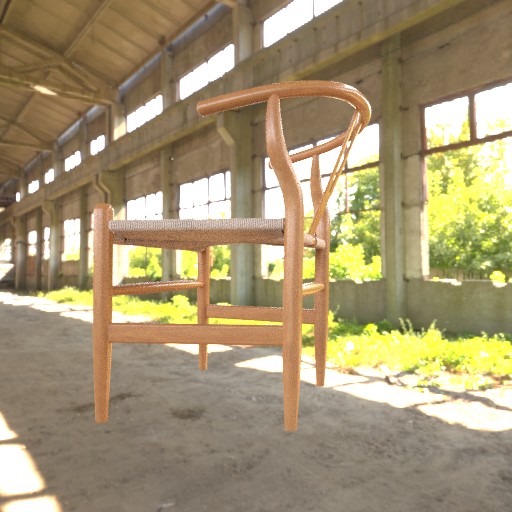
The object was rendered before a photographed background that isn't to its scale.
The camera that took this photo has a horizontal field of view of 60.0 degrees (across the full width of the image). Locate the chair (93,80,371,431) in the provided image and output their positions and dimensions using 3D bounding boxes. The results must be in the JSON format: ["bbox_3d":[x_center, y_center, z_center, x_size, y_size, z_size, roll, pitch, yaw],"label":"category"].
[{"bbox_3d":[0.000,0.000,1.143,0.579,0.730,0.569,-1,-2,18],"label":"chair"}]
